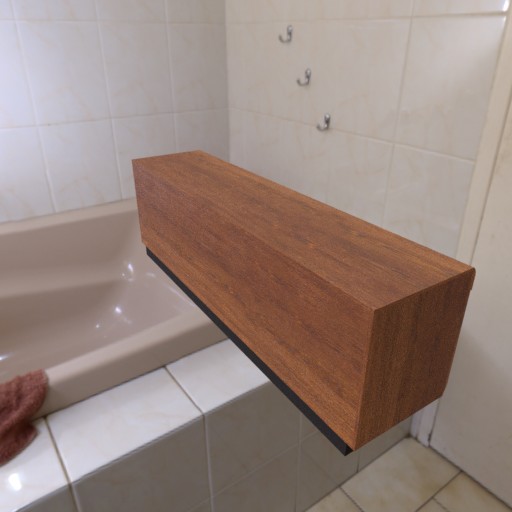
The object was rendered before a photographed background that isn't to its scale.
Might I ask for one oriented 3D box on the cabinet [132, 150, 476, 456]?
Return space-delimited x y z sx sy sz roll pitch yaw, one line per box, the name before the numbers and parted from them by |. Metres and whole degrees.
cabinet | 0.000 0.000 1.799 0.419 0.510 1.600 -16 31 -29
